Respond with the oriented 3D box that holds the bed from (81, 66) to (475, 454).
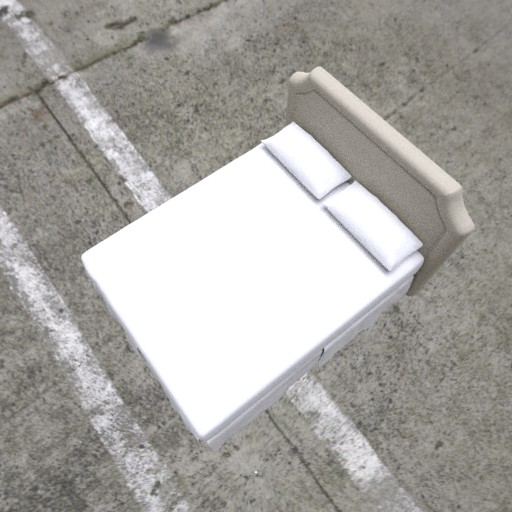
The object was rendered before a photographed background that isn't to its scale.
[{"bbox_3d":[0.000,0.000,3.104,2.116,1.290,1.693,-35,69,-16],"label":"bed"}]
